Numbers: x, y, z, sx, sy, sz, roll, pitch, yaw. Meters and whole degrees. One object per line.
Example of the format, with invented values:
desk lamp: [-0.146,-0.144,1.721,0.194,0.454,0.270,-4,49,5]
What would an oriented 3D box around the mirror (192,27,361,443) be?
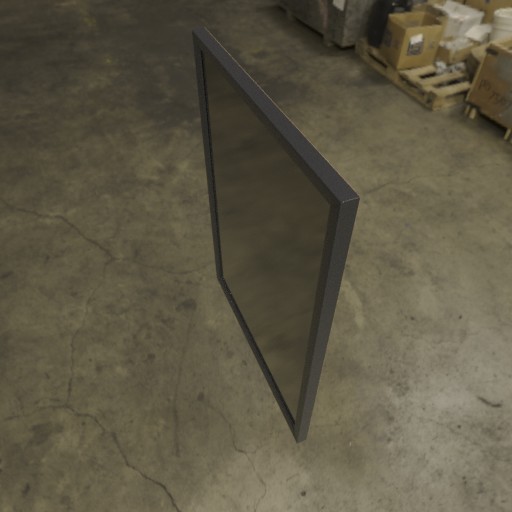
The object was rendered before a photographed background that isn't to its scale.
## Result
mirror: [0.000,0.000,1.305,0.040,1.016,0.762,-18,50,-16]
